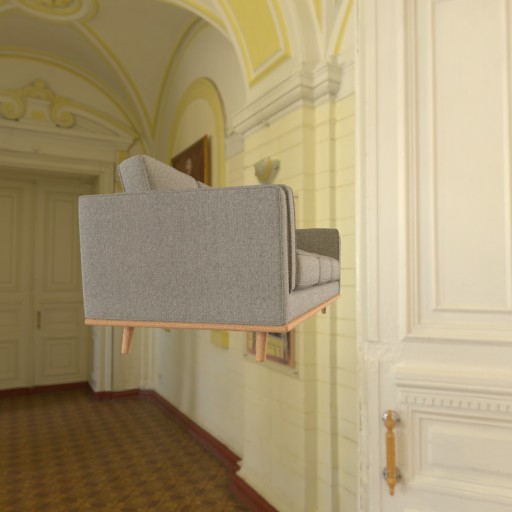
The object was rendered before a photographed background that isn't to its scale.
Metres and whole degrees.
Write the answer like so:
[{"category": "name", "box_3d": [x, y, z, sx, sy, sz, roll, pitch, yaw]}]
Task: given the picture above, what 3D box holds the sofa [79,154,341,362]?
[{"category": "sofa", "box_3d": [0.000, 0.000, 2.802, 0.903, 0.899, 2.362, 0, -2, 16]}]
